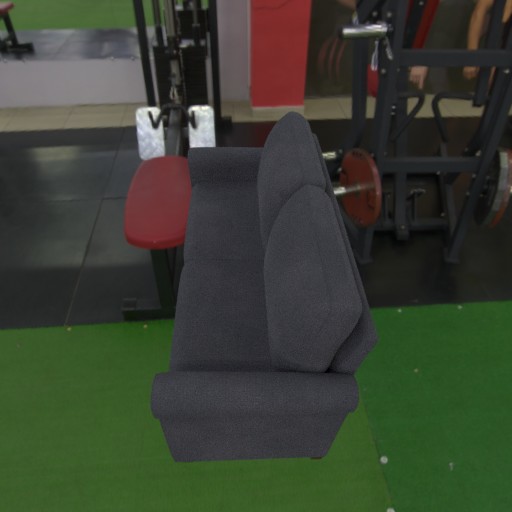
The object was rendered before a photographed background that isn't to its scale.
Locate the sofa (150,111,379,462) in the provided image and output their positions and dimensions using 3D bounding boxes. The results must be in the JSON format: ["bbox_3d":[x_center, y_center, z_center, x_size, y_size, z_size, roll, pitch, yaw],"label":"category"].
[{"bbox_3d":[0.000,0.000,2.407,0.842,0.942,1.935,-1,42,-2],"label":"sofa"}]
